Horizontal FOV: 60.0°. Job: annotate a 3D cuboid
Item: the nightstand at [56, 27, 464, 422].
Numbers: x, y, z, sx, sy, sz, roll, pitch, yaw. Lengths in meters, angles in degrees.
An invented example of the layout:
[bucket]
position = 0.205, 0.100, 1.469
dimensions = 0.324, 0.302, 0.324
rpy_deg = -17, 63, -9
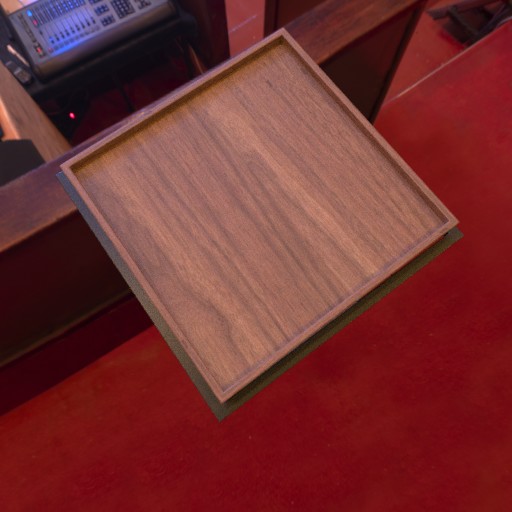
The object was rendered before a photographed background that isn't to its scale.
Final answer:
[nightstand]
position = 0.000, 0.000, 0.855
dimensions = 0.397, 0.607, 0.397
rpy_deg = -35, 78, -9
